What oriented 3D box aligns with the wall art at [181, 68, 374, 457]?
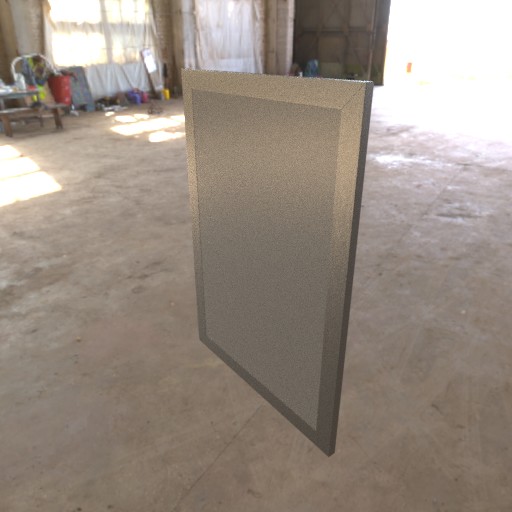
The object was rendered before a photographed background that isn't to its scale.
[{"bbox_3d":[0.000,0.000,0.694,0.013,0.529,0.376,-18,31,-34],"label":"wall art"}]
